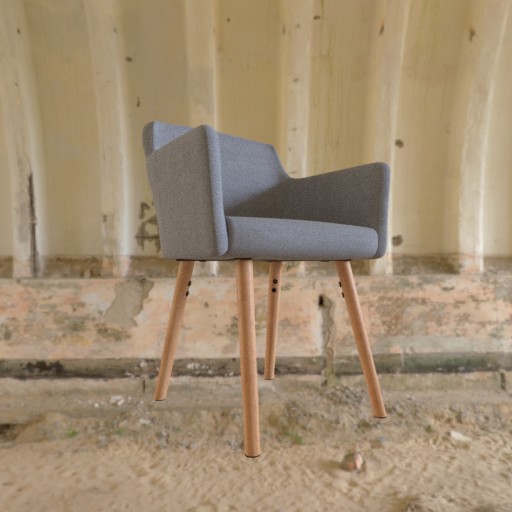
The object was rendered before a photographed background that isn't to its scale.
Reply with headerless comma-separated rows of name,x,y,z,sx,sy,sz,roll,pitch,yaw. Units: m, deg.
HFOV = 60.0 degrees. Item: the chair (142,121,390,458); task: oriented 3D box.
chair,0.000,0.000,1.178,0.570,0.780,0.540,1,-2,-36
